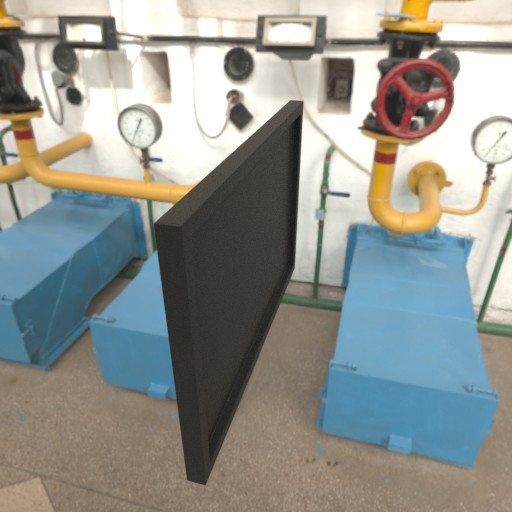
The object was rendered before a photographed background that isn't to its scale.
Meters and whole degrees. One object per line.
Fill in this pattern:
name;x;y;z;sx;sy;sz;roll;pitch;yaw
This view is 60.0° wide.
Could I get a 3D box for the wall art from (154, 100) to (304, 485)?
wall art;0.000;0.000;0.571;0.021;0.301;0.443;8;32;14
